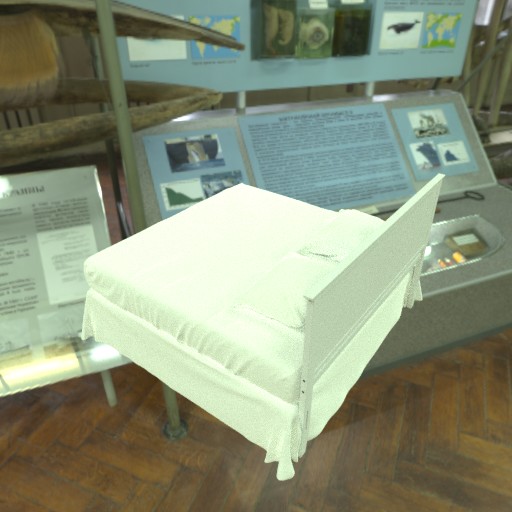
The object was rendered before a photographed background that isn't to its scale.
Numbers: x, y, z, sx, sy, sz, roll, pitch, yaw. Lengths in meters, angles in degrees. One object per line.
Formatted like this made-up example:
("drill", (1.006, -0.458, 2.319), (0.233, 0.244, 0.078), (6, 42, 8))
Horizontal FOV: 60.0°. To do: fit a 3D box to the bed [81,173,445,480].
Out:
("bed", (0.000, 0.000, 3.635), (2.215, 1.273, 2.317), (22, 38, 31))
